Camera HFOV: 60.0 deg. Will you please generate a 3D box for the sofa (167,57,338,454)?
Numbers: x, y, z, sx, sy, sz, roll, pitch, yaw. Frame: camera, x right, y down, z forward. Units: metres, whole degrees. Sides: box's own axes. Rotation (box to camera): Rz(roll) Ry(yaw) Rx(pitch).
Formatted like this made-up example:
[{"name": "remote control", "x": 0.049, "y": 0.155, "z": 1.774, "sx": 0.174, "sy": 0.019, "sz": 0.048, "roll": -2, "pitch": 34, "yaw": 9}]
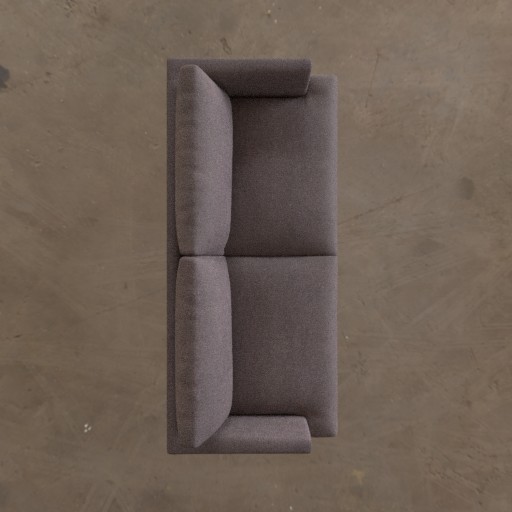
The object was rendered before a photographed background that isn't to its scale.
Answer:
[{"name": "sofa", "x": 0.000, "y": 0.000, "z": 2.712, "sx": 1.020, "sy": 0.868, "sz": 2.250, "roll": 0, "pitch": 90, "yaw": -1}]
